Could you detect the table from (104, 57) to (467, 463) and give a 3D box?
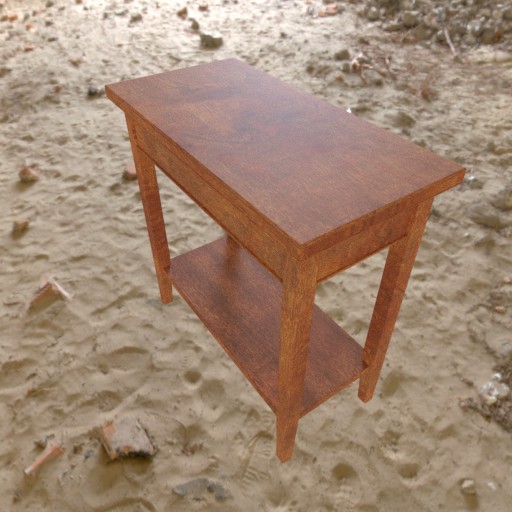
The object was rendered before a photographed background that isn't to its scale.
[{"bbox_3d":[0.000,0.000,0.949,0.305,0.610,0.610,-25,47,-26],"label":"table"}]
